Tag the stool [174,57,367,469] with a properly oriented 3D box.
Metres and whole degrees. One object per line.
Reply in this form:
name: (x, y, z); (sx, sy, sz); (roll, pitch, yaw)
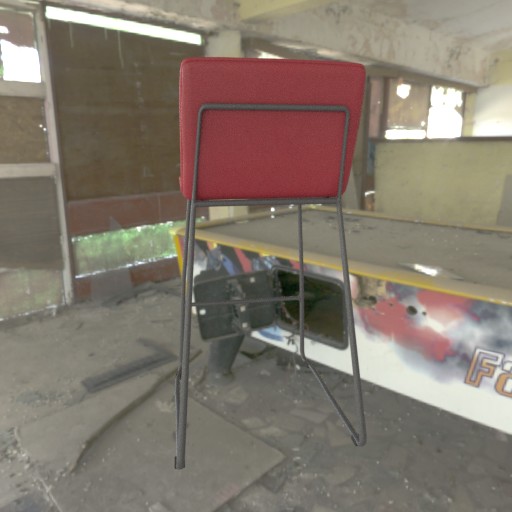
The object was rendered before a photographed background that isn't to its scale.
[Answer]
stool: (0.000, 0.000, 1.231); (0.489, 0.937, 0.524); (-3, 14, -10)
